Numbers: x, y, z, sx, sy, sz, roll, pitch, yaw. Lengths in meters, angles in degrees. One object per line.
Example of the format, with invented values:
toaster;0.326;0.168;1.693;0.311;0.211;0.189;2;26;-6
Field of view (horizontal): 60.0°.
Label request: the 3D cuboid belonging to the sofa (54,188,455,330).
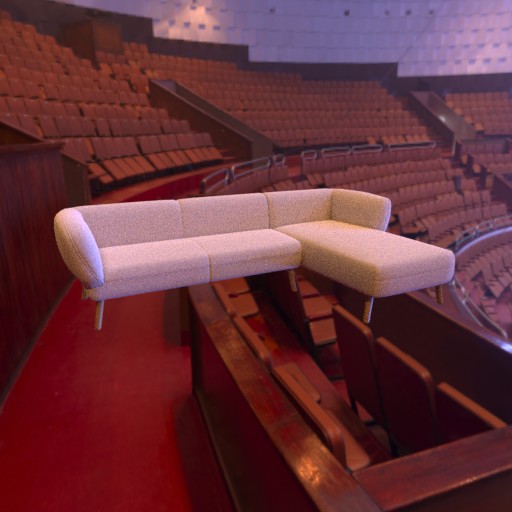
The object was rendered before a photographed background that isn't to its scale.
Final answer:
sofa;0.000;0.000;3.320;2.660;0.730;1.610;-8;18;-27
